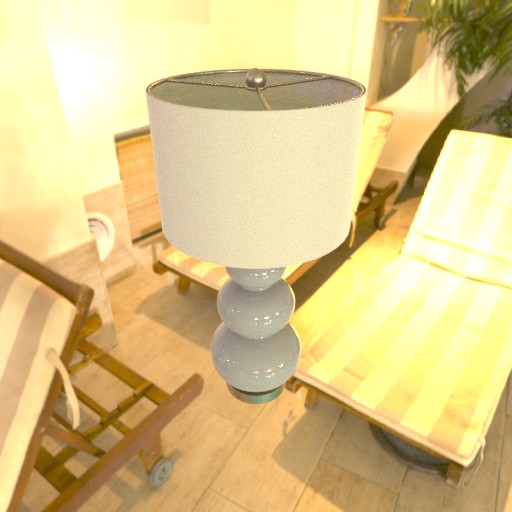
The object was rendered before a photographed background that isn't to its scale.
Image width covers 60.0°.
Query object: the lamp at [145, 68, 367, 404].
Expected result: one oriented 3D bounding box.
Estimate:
[{"bbox_3d":[0.000,0.000,0.925,0.367,0.730,0.367,20,36,30],"label":"lamp"}]
